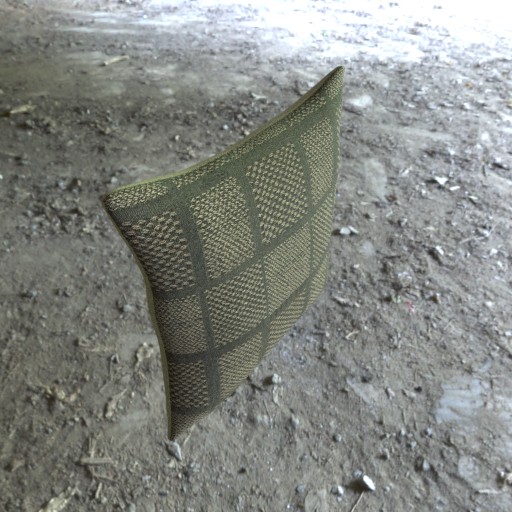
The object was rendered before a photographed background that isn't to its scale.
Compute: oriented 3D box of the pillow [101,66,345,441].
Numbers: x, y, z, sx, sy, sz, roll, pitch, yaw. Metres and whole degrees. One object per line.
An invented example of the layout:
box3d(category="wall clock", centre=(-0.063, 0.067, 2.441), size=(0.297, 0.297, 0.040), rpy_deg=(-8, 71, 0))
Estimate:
box3d(category="pillow", centre=(0.000, 0.000, 0.652), size=(0.138, 0.432, 0.435), rpy_deg=(26, 48, 27))
